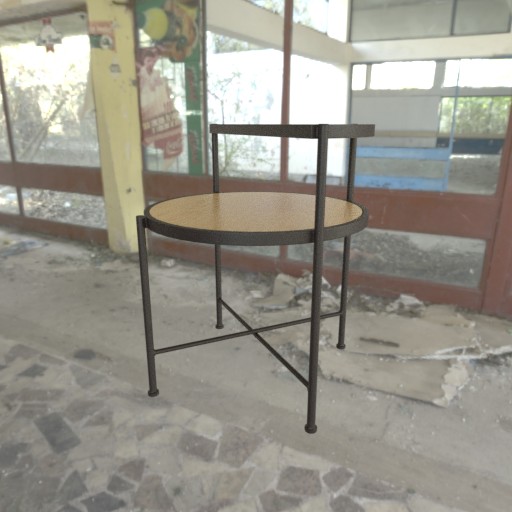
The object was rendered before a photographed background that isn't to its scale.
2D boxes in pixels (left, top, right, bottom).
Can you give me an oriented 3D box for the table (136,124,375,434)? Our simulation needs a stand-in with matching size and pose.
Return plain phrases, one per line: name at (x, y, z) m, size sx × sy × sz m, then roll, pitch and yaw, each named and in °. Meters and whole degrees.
table at (0.000, 0.000, 1.196) m, size 0.628 × 0.684 × 0.629 m, roll -8°, pitch 18°, yaw -24°
